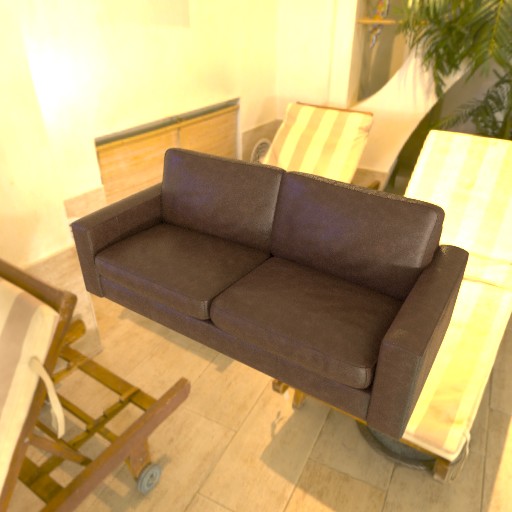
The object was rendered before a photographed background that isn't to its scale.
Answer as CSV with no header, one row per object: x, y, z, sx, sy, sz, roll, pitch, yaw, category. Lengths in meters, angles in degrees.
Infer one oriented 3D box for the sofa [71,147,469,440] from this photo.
0.000,0.000,2.658,2.179,0.873,1.016,18,35,28,sofa
